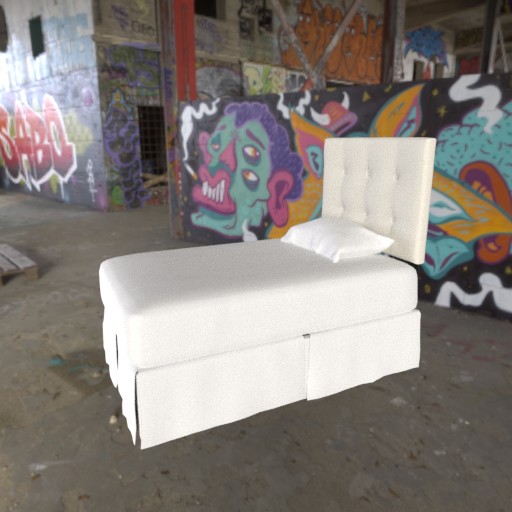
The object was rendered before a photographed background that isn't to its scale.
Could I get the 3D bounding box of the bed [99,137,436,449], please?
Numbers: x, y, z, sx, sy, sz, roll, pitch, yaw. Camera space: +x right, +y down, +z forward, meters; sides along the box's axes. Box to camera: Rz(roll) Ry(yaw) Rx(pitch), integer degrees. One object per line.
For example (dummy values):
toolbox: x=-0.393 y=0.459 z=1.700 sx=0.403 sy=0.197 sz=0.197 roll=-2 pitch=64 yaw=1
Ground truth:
bed: x=0.000 y=0.000 z=3.035 sx=1.997 sy=1.571 sz=1.261 roll=-7 pitch=16 yaw=-25
